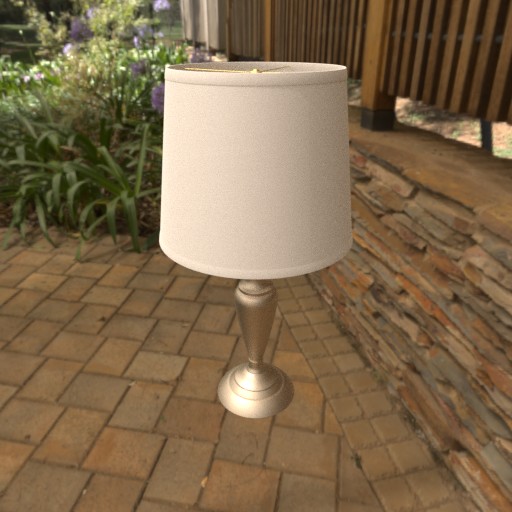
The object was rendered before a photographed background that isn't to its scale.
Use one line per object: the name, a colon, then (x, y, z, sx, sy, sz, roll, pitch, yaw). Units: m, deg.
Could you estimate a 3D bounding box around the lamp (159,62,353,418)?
lamp: (0.000, 0.000, 0.786, 0.328, 0.619, 0.328, 0, 26, 0)
